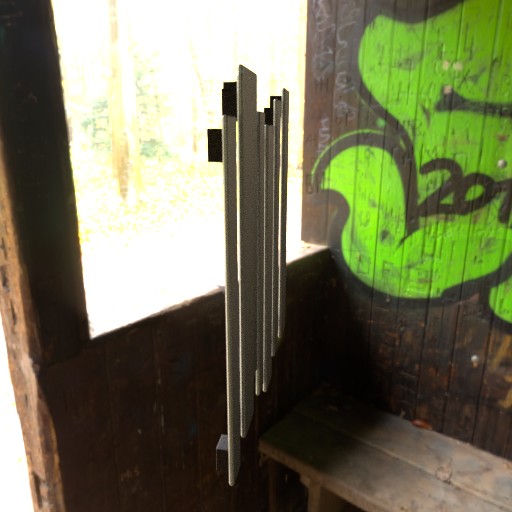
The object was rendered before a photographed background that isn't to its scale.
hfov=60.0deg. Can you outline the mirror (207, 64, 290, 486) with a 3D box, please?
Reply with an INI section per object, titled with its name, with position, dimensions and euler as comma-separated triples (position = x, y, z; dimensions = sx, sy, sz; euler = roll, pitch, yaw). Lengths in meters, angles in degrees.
[mirror]
position = 0.000, 0.000, 0.798
dimensions = 0.058, 0.611, 0.445
euler = 3, 16, 10
